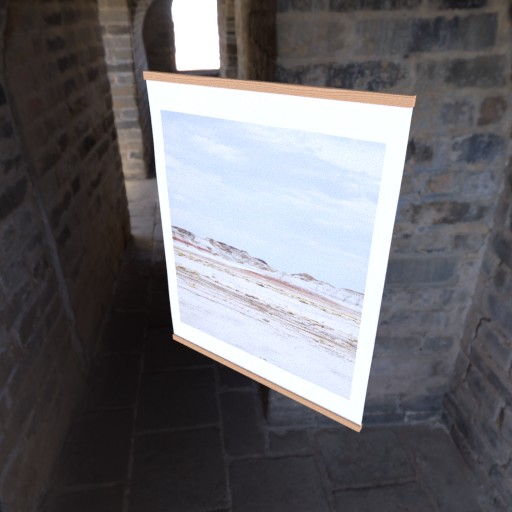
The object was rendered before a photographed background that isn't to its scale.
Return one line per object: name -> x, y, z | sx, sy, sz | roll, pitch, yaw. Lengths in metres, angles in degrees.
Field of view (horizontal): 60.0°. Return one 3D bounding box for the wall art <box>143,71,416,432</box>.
wall art -> 0.000, 0.000, 0.686 | 0.404, 0.507, 0.010 | 18, 34, 30
